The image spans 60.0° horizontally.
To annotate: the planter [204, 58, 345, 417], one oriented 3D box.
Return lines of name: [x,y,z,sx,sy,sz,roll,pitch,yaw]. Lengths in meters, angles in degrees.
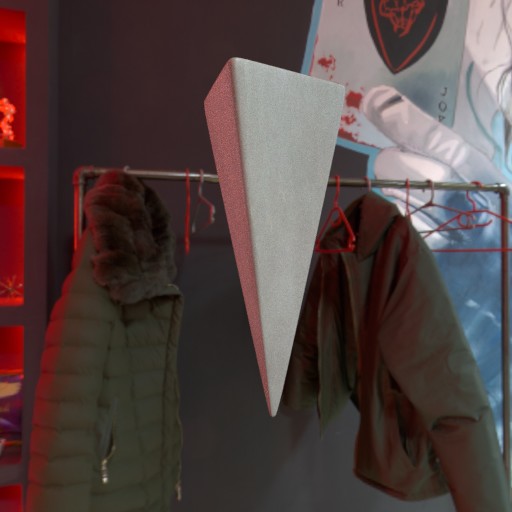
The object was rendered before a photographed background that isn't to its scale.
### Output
planter: [0.000,0.000,0.158,0.058,0.130,0.047,0,0,17]
